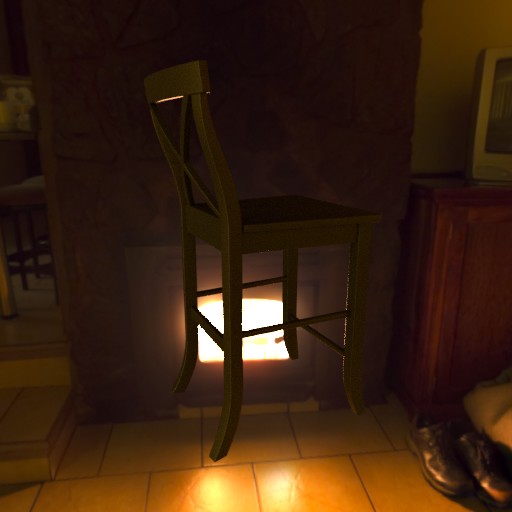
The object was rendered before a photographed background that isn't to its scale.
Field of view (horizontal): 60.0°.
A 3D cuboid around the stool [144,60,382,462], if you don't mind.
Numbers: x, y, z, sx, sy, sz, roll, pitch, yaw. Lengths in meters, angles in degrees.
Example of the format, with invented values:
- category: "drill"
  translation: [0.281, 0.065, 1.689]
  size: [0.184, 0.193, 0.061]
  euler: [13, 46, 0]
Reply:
- category: "stool"
  translation: [0.000, 0.000, 1.315]
  size: [0.559, 0.989, 0.452]
  euler: [-8, 17, -26]
